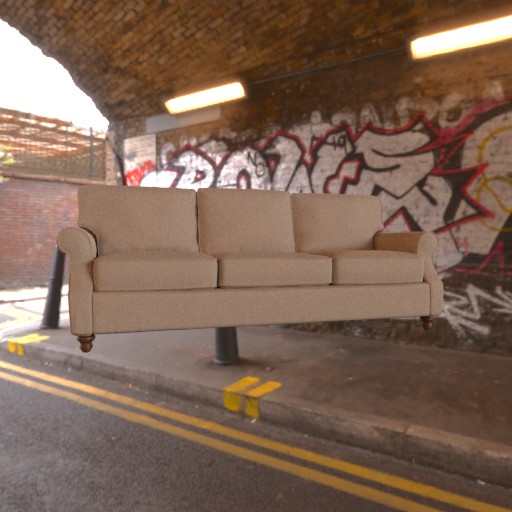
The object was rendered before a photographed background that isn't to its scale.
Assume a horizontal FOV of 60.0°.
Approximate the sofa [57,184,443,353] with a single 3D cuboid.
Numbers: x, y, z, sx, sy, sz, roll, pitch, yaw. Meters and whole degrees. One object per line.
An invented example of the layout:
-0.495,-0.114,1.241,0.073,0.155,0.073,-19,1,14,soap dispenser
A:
0.000,0.000,2.917,2.354,0.948,0.966,0,1,-17,sofa
